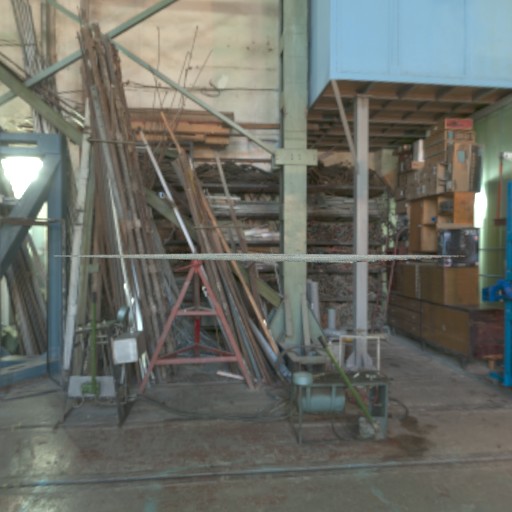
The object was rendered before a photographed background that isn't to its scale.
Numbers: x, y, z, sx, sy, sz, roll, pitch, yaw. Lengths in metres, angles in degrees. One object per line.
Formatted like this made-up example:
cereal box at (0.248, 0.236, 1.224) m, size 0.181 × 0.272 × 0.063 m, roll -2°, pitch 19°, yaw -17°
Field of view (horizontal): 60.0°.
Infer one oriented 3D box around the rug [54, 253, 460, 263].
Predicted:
rug at (0.000, 0.000, 4.289) m, size 3.221 × 0.011 × 2.379 m, roll 1°, pitch 1°, yaw 38°
